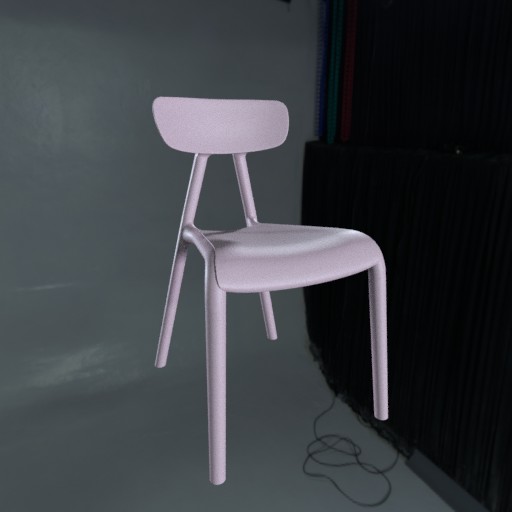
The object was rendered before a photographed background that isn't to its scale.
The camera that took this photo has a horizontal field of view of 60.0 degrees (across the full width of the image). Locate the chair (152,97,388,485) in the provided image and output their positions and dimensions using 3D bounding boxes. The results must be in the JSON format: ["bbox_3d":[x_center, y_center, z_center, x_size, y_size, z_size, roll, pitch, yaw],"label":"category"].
[{"bbox_3d":[0.000,0.000,0.838,0.356,0.580,0.401,-8,18,-27],"label":"chair"}]
